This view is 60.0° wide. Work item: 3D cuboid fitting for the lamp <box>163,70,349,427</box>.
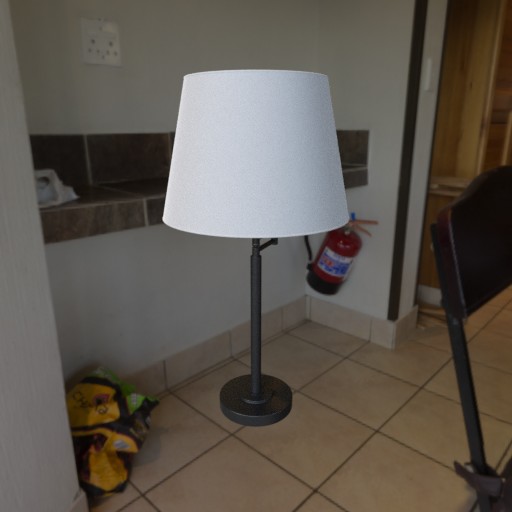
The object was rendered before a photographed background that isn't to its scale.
[{"bbox_3d":[0.000,0.000,0.903,0.363,0.696,0.363,0,17,0],"label":"lamp"}]
